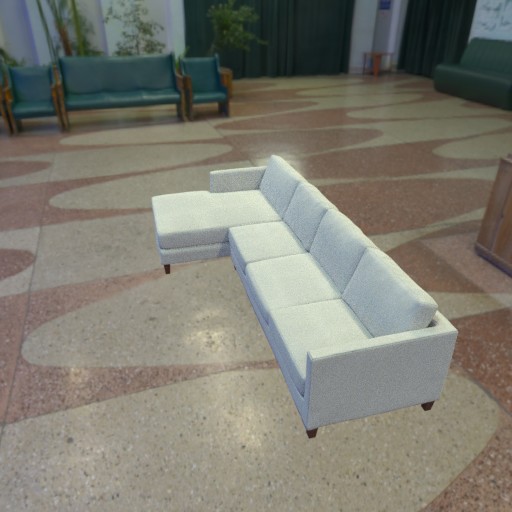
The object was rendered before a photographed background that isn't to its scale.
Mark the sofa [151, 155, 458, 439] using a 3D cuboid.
[{"bbox_3d":[0.000,0.000,3.859,1.625,0.861,3.186,-8,31,-13],"label":"sofa"}]
